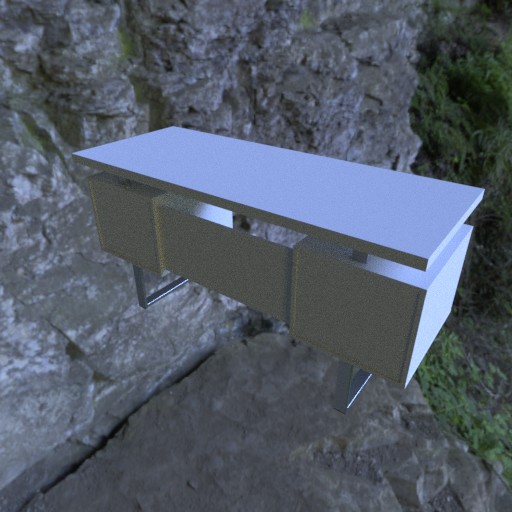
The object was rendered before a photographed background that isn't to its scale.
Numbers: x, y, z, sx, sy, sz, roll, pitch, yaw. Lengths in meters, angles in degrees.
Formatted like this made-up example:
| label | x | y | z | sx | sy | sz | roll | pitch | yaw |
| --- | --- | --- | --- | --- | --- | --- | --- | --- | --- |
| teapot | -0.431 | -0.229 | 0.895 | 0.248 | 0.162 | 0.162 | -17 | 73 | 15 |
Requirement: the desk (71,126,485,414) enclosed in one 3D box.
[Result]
| label | x | y | z | sx | sy | sz | roll | pitch | yaw |
| --- | --- | --- | --- | --- | --- | --- | --- | --- | --- |
| desk | 0.000 | 0.000 | 1.909 | 1.530 | 0.773 | 0.603 | 20 | 35 | 31 |
